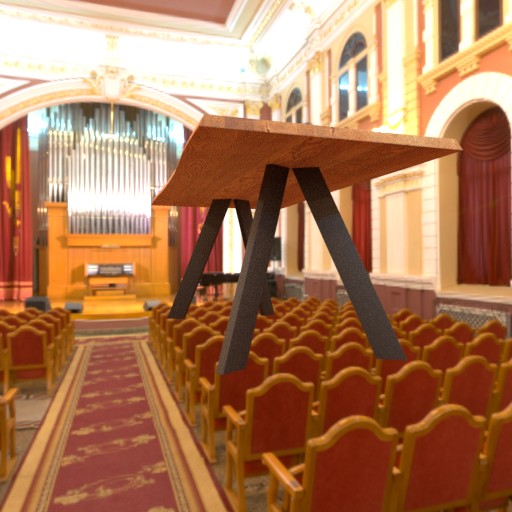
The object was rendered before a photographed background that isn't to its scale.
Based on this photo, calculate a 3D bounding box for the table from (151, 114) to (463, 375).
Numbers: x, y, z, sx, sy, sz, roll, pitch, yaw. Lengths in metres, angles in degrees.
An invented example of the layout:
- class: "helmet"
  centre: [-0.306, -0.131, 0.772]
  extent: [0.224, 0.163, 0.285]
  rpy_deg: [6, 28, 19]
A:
- class: "table"
  centre: [0.000, 0.000, 2.210]
  extent: [0.900, 0.770, 1.800]
  rpy_deg: [0, -1, -17]
